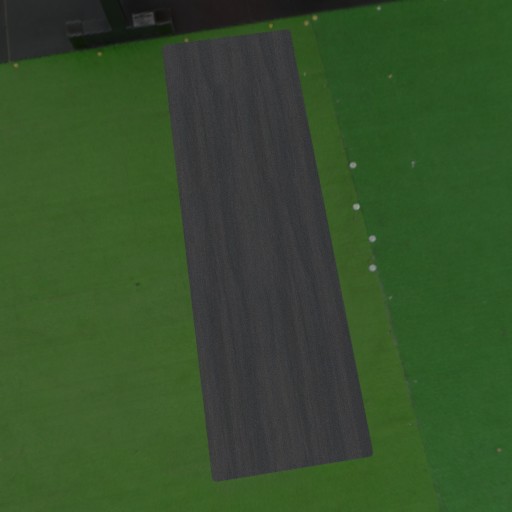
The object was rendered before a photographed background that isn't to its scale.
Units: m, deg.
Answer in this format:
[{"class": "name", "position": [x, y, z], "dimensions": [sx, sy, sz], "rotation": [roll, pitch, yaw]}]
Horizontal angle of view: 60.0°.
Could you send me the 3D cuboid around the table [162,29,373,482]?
[{"class": "table", "position": [0.000, 0.000, 1.742], "dimensions": [0.449, 0.750, 1.399], "rotation": [-8, 77, -2]}]
